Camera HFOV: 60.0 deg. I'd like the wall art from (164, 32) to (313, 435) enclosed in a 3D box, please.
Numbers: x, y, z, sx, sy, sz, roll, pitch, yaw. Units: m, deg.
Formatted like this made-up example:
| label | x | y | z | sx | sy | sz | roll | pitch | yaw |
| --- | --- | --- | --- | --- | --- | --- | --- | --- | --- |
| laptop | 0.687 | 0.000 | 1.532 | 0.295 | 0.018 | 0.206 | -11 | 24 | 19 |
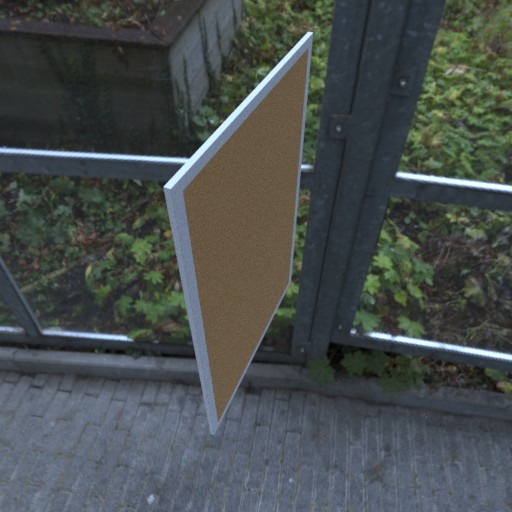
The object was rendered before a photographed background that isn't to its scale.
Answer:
| label | x | y | z | sx | sy | sz | roll | pitch | yaw |
| --- | --- | --- | --- | --- | --- | --- | --- | --- | --- |
| wall art | 0.000 | 0.000 | 1.208 | 0.013 | 0.940 | 0.659 | 18 | 49 | 16 |
